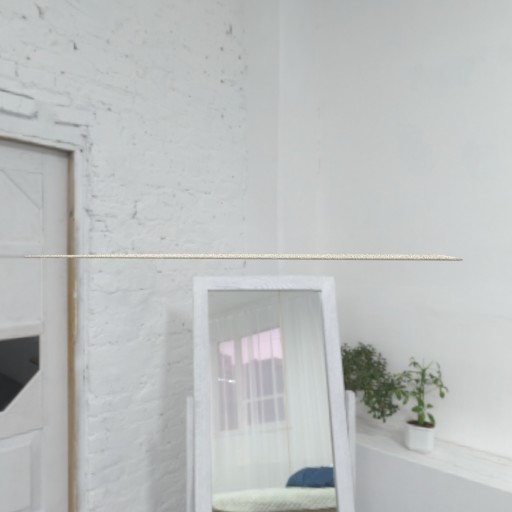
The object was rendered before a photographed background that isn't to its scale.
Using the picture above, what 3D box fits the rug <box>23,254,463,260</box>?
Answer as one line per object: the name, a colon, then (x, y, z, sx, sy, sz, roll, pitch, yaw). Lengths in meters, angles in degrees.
rug: (0.000, 0.000, 2.866, 2.286, 0.011, 1.524, 0, 1, 19)
